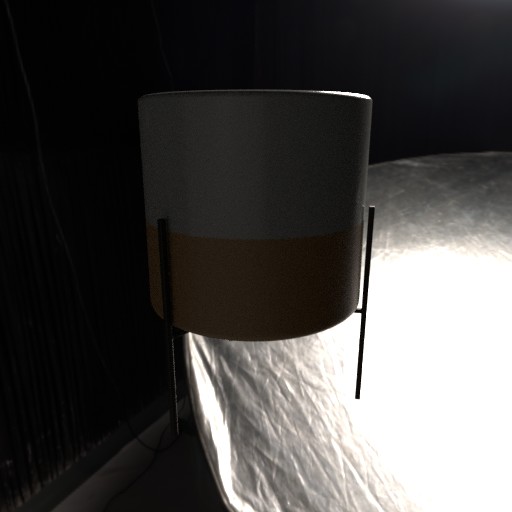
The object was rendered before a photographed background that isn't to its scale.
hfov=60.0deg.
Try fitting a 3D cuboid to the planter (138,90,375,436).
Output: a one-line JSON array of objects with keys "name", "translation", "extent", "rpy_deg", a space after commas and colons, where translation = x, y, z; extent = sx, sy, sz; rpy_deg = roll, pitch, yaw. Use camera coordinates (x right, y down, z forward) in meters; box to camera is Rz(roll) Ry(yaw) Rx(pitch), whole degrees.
[{"name": "planter", "translation": [0.000, 0.000, 0.641], "extent": [0.310, 0.432, 0.310], "rpy_deg": [9, 19, 27]}]
